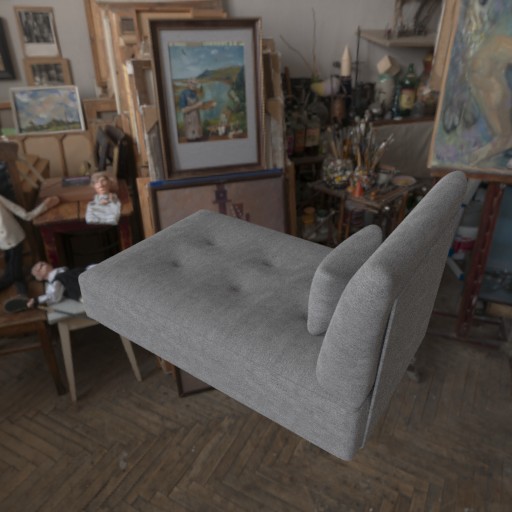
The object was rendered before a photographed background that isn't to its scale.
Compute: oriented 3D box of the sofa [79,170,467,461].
[{"bbox_3d":[0.000,0.000,1.981,1.450,0.820,0.930,20,36,29],"label":"sofa"}]
